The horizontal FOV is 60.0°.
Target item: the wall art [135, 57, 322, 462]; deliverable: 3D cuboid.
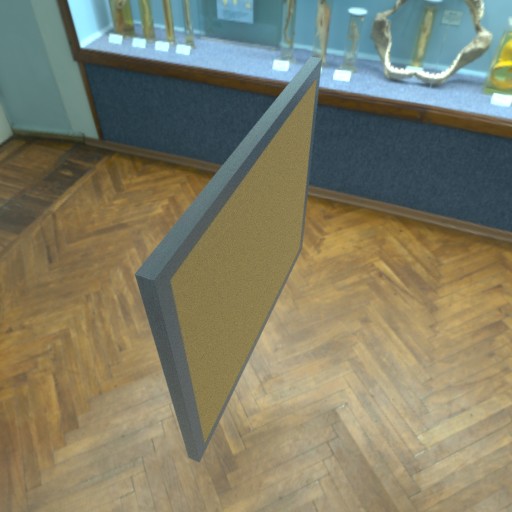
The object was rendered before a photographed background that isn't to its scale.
[{"bbox_3d":[0.000,0.000,0.909,0.026,0.558,0.660,16,48,15],"label":"wall art"}]
